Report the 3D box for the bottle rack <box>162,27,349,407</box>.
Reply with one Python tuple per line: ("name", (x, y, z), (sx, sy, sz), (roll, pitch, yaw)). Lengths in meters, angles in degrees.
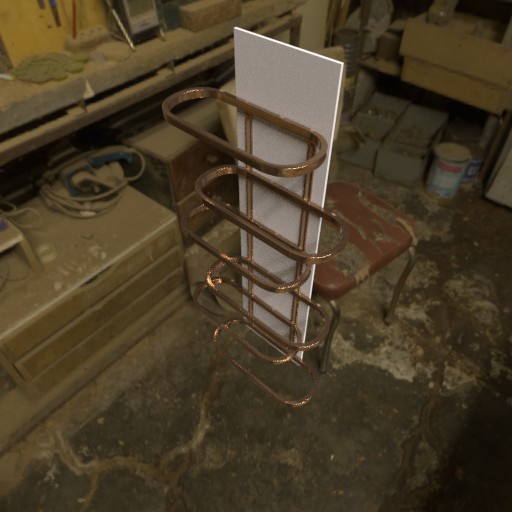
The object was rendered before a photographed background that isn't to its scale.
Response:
("bottle rack", (0.000, 0.000, 0.804), (0.332, 0.709, 0.118), (33, 54, 28))
